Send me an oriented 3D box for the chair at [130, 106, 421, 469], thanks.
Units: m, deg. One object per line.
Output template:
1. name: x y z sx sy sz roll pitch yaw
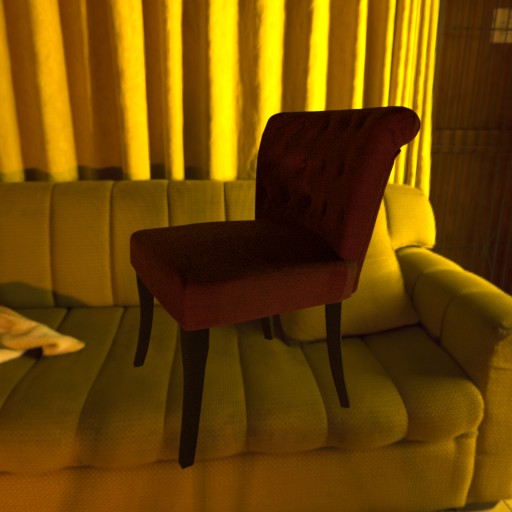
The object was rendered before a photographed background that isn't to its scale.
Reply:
1. chair: 0.000 0.000 1.182 0.605 0.750 0.582 -8 18 -26
